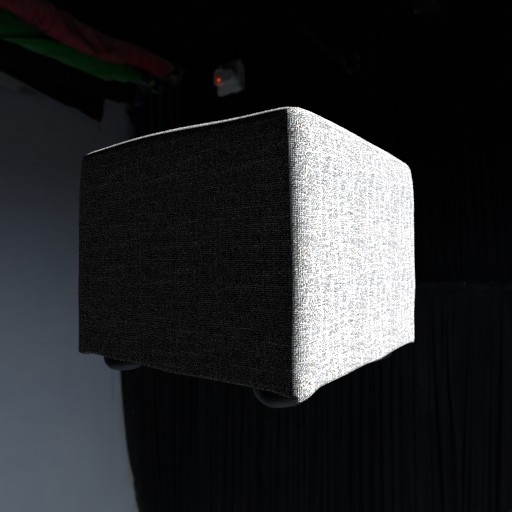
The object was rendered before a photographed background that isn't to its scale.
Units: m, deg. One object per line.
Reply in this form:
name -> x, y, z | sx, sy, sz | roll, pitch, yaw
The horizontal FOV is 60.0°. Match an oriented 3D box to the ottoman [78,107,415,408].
ottoman -> 0.000, 0.000, 0.926 | 0.512, 0.453, 0.521 | 0, 0, 36
